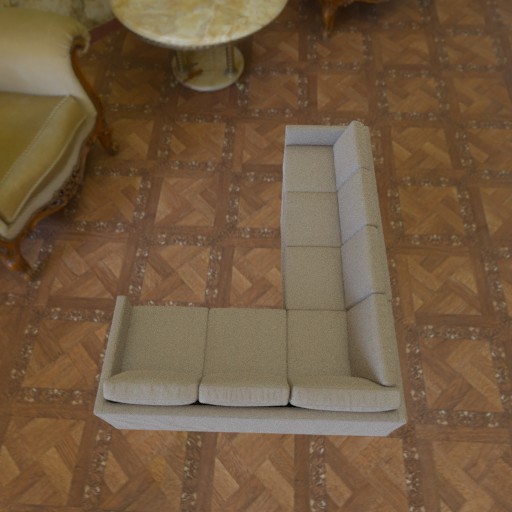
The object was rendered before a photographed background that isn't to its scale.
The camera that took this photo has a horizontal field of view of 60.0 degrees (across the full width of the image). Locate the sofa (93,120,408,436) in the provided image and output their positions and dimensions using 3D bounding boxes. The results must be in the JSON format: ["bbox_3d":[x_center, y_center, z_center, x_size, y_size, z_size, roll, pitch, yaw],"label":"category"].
[{"bbox_3d":[0.000,0.000,4.394,2.432,0.871,3.182,1,59,1],"label":"sofa"}]
